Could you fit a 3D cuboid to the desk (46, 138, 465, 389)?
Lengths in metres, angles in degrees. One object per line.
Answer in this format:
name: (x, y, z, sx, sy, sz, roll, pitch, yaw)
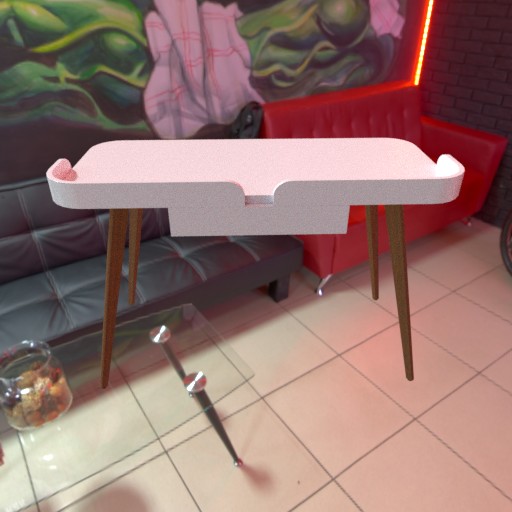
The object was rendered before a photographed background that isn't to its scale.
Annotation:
desk: (0.000, 0.000, 1.638, 1.206, 0.807, 0.534, -1, 32, -2)
